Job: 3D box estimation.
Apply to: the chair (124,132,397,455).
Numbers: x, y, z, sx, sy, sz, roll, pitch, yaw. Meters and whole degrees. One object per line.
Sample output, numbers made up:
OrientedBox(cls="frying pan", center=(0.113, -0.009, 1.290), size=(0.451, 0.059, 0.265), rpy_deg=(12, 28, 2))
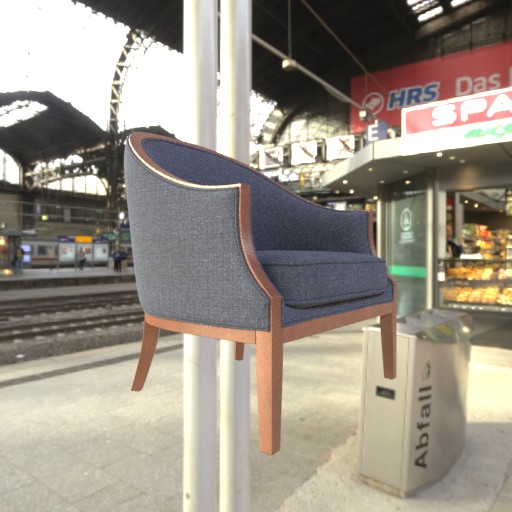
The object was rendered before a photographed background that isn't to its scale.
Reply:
OrientedBox(cls="chair", center=(0.000, 0.000, 1.470), size=(0.735, 0.876, 0.803), rpy_deg=(0, 0, 37))
